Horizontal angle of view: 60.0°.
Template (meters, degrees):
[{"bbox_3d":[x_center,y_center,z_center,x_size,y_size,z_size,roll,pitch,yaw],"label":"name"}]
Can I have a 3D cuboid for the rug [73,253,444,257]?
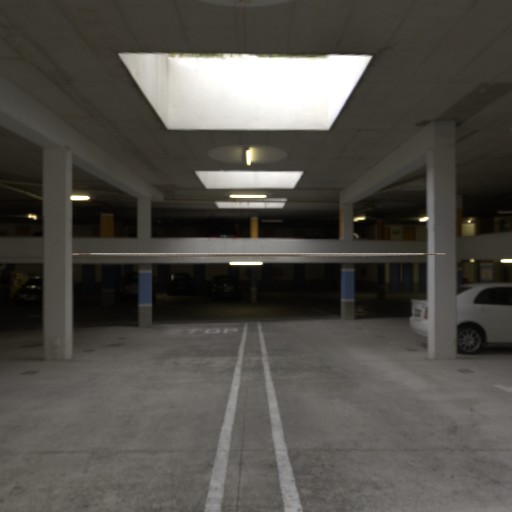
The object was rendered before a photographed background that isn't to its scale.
[{"bbox_3d":[0.000,0.000,2.406,1.268,0.007,1.918,0,0,-1],"label":"rug"}]
